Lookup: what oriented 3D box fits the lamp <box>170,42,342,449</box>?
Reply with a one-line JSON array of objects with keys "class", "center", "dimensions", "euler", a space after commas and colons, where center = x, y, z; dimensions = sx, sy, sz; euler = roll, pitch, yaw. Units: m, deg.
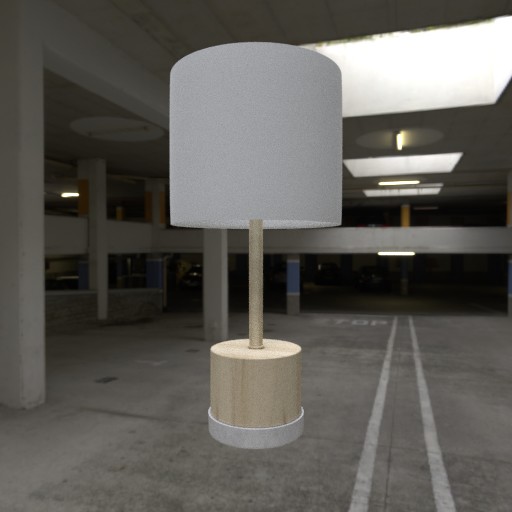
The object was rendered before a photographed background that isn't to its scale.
[{"class": "lamp", "center": [0.000, 0.000, 0.600], "dimensions": [0.229, 0.470, 0.229], "euler": [0, 1, 18]}]
